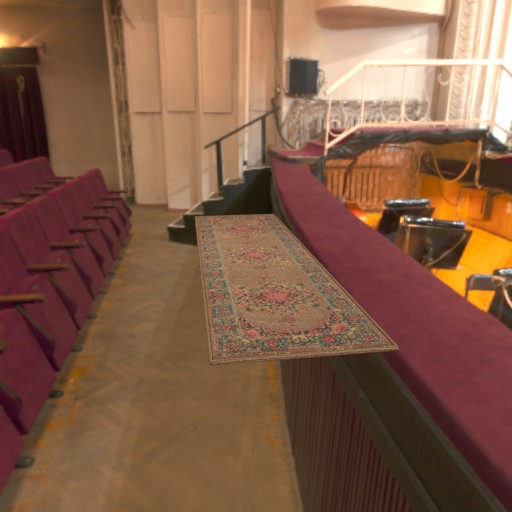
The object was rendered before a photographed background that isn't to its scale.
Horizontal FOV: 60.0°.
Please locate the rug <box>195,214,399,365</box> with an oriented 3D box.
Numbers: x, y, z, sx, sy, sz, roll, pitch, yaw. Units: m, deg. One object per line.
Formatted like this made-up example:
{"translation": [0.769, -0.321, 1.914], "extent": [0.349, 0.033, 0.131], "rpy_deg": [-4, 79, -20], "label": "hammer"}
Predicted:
{"translation": [0.000, 0.000, 2.568], "extent": [0.659, 0.019, 2.297], "rpy_deg": [-3, 17, -8], "label": "rug"}
